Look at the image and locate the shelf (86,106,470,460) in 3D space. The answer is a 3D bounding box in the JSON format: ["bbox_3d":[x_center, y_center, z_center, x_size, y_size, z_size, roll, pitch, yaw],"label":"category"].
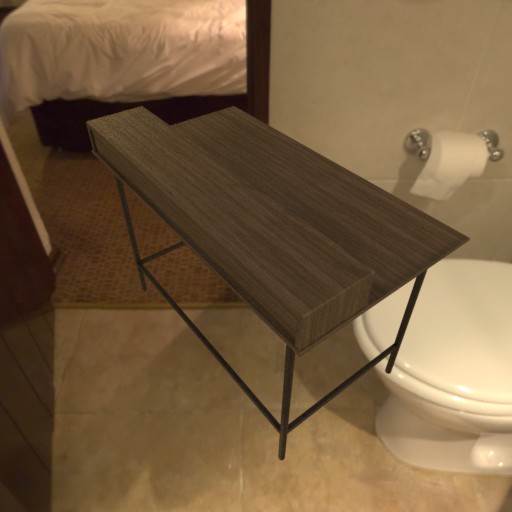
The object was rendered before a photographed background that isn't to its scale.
[{"bbox_3d":[0.000,0.000,1.735,0.685,0.865,1.212,-27,48,-27],"label":"shelf"}]
